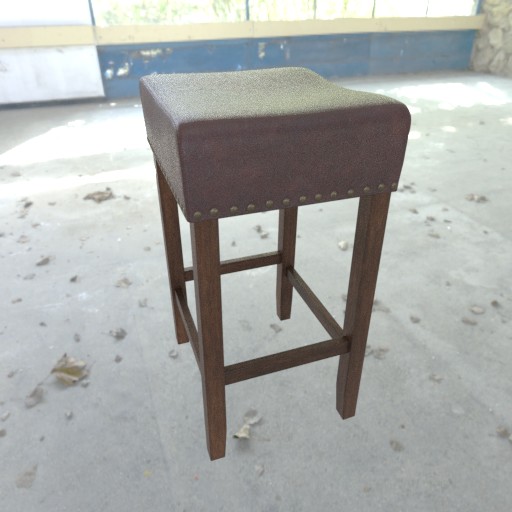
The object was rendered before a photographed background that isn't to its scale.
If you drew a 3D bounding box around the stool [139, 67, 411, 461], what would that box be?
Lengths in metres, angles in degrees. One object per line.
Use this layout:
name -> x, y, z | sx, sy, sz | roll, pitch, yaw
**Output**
stool -> 0.000, 0.000, 1.053 | 0.401, 0.769, 0.465 | -10, 33, -17
